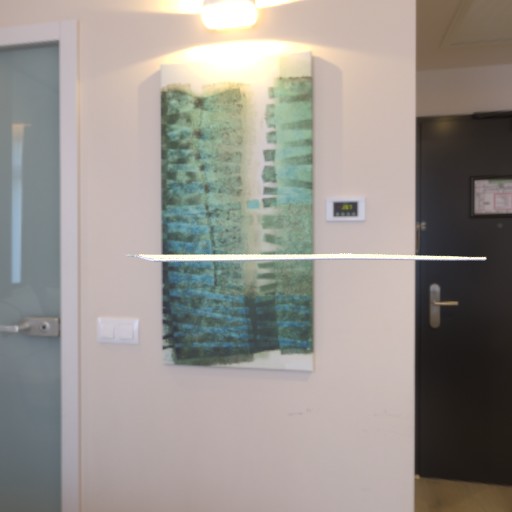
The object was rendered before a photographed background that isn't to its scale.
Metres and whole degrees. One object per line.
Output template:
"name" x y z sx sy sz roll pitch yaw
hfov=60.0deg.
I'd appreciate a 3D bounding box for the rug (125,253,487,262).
"rug" 0.000 0.000 2.975 1.593 0.029 2.305 0 0 -19
